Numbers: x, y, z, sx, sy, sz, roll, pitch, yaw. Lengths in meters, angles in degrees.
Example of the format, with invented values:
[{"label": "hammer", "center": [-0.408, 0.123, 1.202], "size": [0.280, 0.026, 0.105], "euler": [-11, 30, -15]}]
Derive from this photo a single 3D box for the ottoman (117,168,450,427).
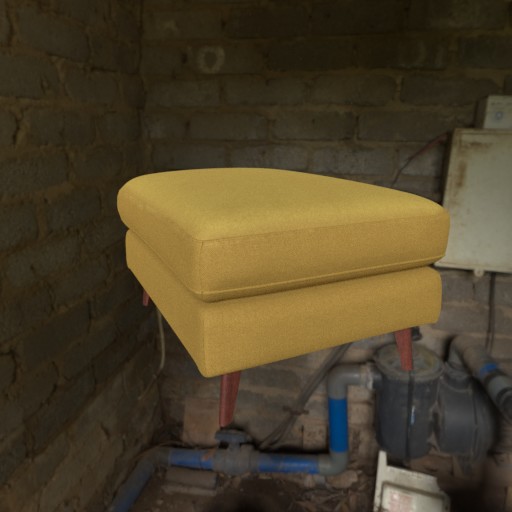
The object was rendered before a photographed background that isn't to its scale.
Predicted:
[{"label": "ottoman", "center": [0.000, 0.000, 1.217], "size": [0.608, 0.449, 0.811], "euler": [-8, 18, -25]}]
